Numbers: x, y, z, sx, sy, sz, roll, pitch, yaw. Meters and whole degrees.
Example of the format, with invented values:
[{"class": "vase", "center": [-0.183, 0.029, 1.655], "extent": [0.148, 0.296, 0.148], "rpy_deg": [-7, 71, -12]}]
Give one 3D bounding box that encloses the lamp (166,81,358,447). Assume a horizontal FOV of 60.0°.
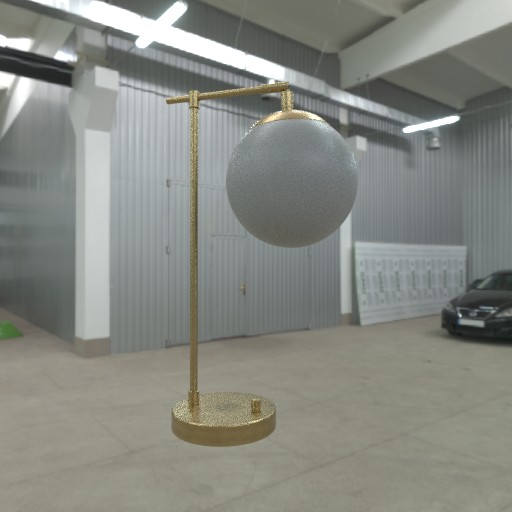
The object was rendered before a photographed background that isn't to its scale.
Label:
[{"class": "lamp", "center": [0.000, 0.000, 0.718], "extent": [0.324, 0.559, 0.207], "rpy_deg": [0, -1, 18]}]
